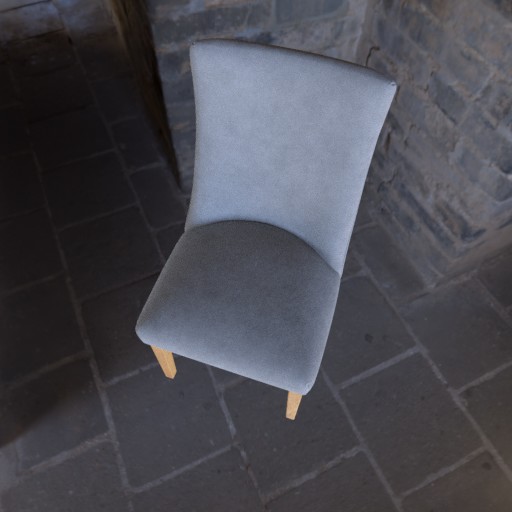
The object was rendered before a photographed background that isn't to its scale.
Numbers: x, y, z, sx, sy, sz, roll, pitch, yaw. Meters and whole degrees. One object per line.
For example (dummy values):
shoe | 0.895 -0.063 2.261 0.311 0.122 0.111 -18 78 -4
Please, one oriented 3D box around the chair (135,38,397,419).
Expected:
chair | 0.000 0.000 1.235 0.495 0.902 0.610 16 60 9
